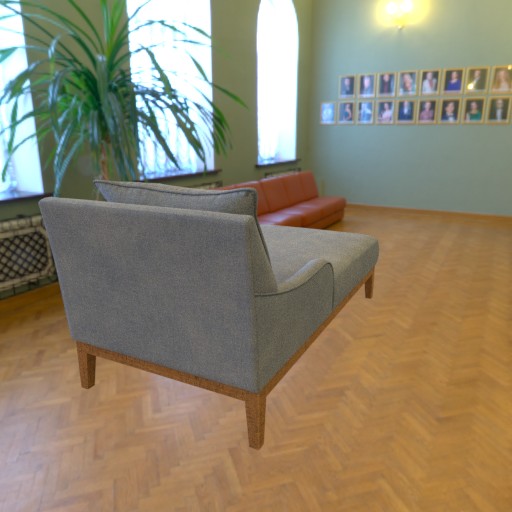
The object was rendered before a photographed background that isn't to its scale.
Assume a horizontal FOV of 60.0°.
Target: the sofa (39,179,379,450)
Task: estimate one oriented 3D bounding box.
[{"bbox_3d":[0.000,0.000,2.282,0.904,0.883,1.779,8,17,26],"label":"sofa"}]
